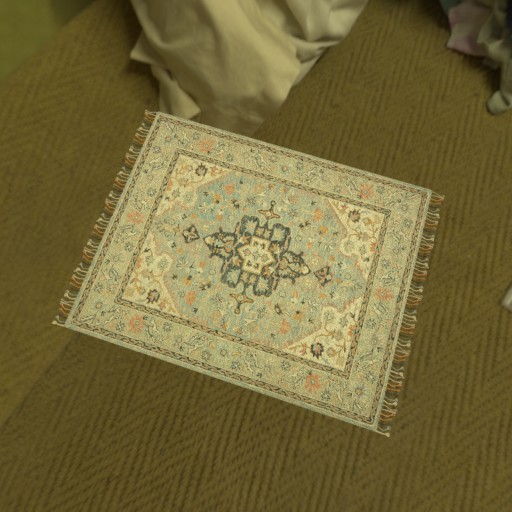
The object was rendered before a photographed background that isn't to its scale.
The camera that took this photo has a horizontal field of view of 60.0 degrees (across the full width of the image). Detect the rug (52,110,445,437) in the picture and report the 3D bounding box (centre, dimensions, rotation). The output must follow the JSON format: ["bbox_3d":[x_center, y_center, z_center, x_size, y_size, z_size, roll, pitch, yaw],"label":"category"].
[{"bbox_3d":[0.000,0.000,3.513,2.651,0.010,1.971,17,75,5],"label":"rug"}]
